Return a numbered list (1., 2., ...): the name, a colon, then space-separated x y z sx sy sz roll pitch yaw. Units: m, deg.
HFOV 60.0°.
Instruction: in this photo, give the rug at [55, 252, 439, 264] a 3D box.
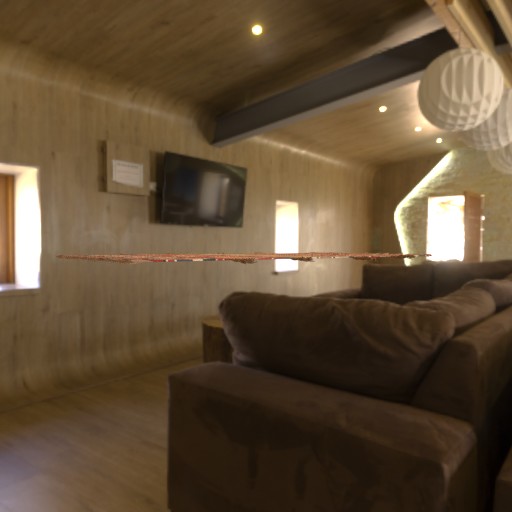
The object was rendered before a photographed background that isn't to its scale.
1. rug: 0.000 0.000 2.667 2.025 0.040 1.469 -1 1 -36
